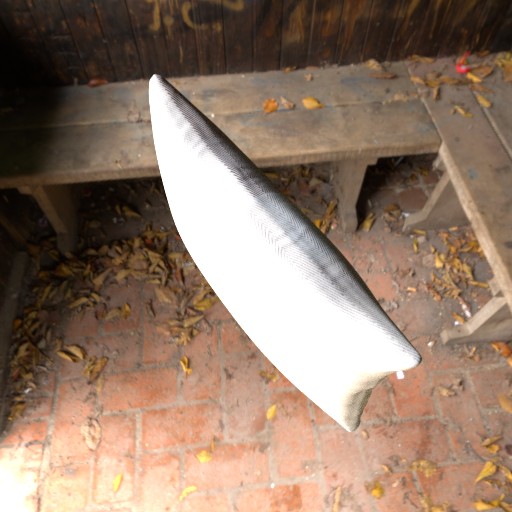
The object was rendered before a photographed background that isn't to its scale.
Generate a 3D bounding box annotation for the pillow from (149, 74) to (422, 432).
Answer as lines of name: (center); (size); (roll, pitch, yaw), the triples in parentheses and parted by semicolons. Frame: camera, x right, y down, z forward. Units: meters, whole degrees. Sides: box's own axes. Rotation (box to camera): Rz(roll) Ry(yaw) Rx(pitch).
pillow: (0.000, 0.000, 0.630); (0.139, 0.305, 0.506); (-31, 63, -18)
